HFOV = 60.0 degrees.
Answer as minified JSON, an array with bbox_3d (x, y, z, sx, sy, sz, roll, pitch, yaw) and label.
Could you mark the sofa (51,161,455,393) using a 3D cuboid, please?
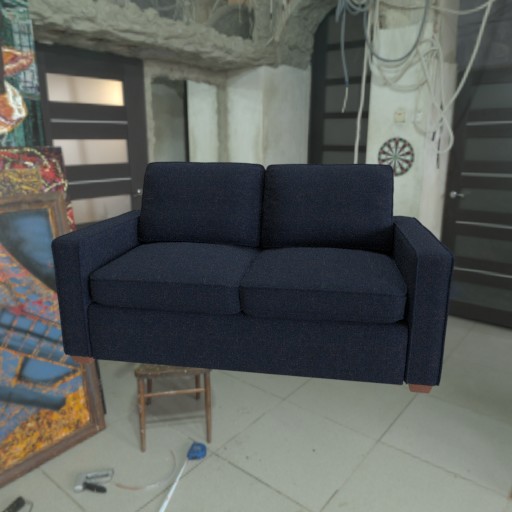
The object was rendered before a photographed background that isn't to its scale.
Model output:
[{"bbox_3d":[0.000,0.000,2.281,1.709,0.918,0.947,2,15,9],"label":"sofa"}]
